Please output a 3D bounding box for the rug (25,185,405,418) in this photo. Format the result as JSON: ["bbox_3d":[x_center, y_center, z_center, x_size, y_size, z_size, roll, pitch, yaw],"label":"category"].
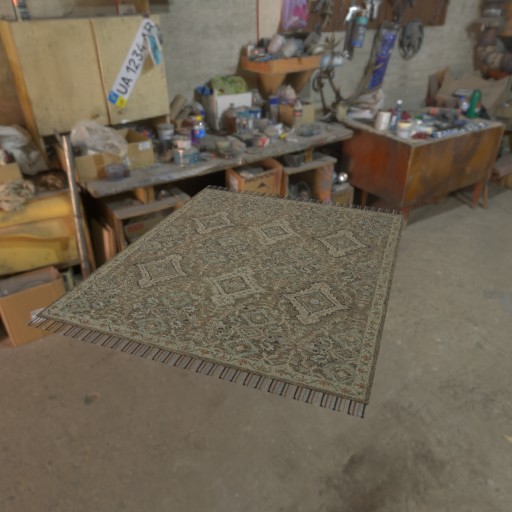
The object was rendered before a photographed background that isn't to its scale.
[{"bbox_3d":[0.000,0.000,4.080,2.437,0.010,3.056,10,31,18],"label":"rug"}]
